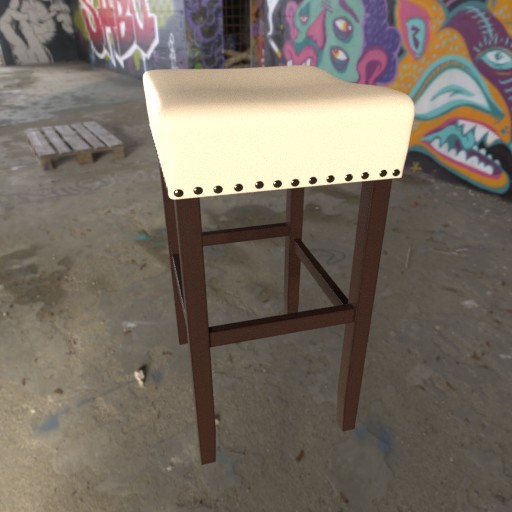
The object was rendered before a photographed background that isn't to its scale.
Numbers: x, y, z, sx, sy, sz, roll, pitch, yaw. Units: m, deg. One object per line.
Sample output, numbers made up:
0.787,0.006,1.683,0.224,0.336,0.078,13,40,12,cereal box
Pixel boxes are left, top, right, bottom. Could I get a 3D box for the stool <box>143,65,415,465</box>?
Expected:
0.000,0.000,1.015,0.401,0.762,0.471,-8,30,-13,stool
